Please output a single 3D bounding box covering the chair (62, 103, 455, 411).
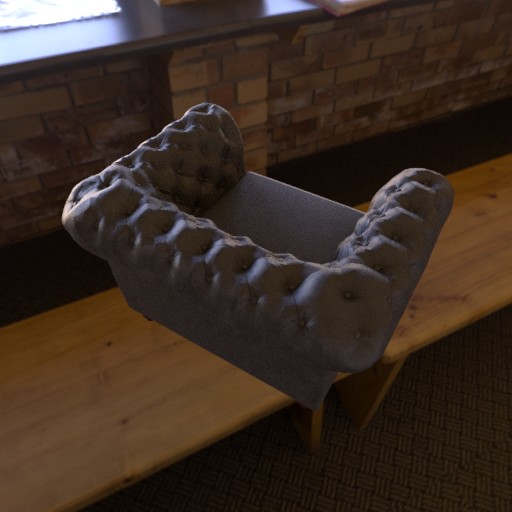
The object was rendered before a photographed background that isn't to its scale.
[{"bbox_3d":[0.000,0.000,1.899,1.298,0.780,0.943,24,50,21],"label":"chair"}]
